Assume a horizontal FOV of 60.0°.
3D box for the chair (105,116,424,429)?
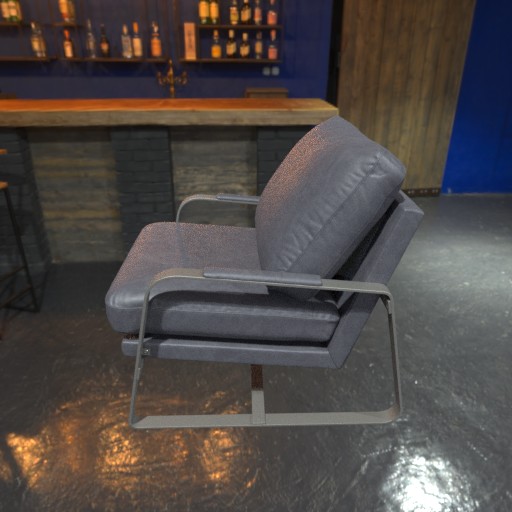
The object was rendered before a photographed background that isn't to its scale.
[{"bbox_3d":[0.000,0.000,1.497,0.878,0.839,0.692,-1,25,-1],"label":"chair"}]
